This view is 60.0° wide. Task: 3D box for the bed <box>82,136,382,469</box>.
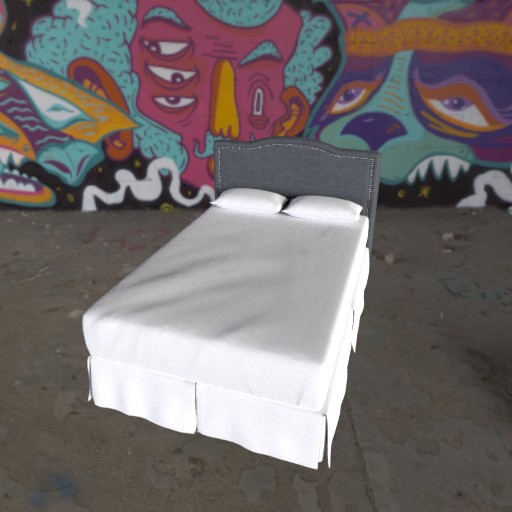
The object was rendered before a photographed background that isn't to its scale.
[{"bbox_3d":[0.000,0.000,3.599,1.747,1.441,2.507,8,28,16],"label":"bed"}]
